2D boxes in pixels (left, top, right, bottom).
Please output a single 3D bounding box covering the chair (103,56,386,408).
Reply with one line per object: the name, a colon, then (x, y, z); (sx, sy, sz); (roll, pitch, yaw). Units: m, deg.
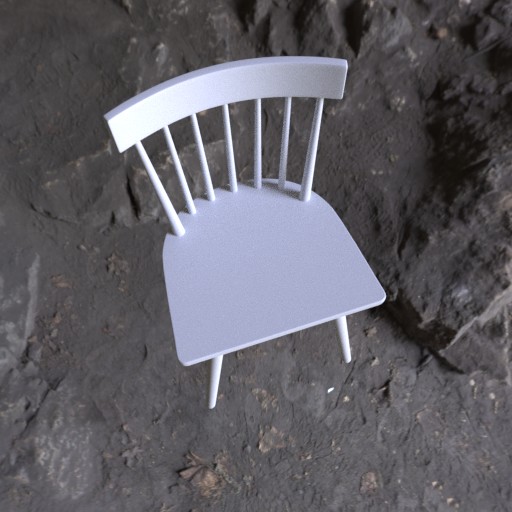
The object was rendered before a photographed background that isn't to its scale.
chair: (0.000, 0.000, 1.101); (0.483, 0.787, 0.500); (-16, 64, -8)
